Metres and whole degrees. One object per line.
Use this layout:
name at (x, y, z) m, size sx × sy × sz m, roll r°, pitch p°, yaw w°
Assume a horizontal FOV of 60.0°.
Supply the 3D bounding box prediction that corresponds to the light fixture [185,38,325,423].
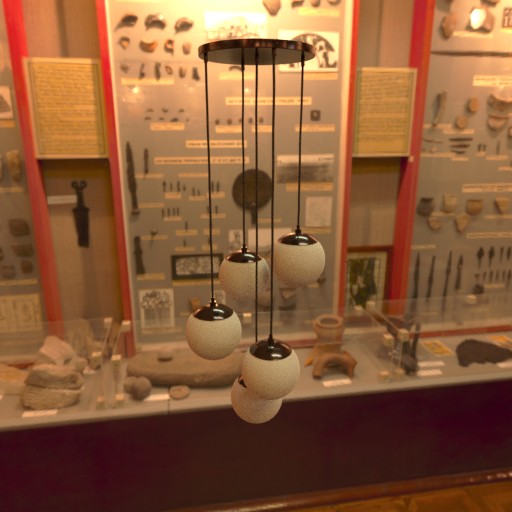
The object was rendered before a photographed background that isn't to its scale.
light fixture at (0.000, 0.000, 1.485) m, size 0.489 × 1.271 × 0.484 m, roll -2°, pitch 16°, yaw -8°
